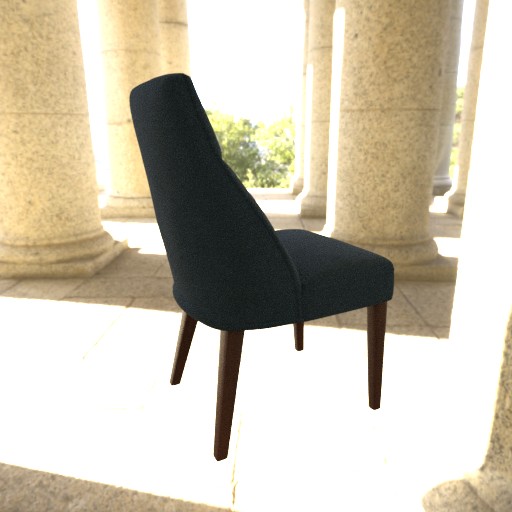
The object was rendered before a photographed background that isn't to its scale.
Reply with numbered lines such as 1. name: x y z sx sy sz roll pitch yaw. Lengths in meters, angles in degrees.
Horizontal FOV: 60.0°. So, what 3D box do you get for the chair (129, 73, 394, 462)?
1. chair: 0.000 0.000 1.280 0.620 0.930 0.500 -8 17 -26
